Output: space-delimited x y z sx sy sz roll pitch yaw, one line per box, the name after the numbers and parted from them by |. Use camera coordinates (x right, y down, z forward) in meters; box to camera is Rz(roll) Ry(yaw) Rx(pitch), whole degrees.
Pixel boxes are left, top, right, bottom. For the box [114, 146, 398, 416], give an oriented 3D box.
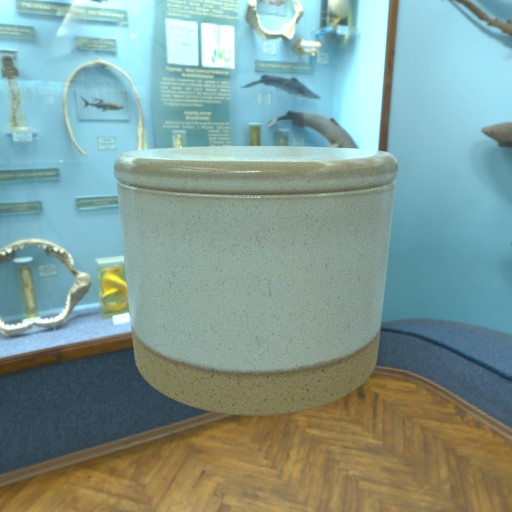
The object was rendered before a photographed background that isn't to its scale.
0.000 0.000 0.266 0.154 0.123 0.154 0 16 0 | box
